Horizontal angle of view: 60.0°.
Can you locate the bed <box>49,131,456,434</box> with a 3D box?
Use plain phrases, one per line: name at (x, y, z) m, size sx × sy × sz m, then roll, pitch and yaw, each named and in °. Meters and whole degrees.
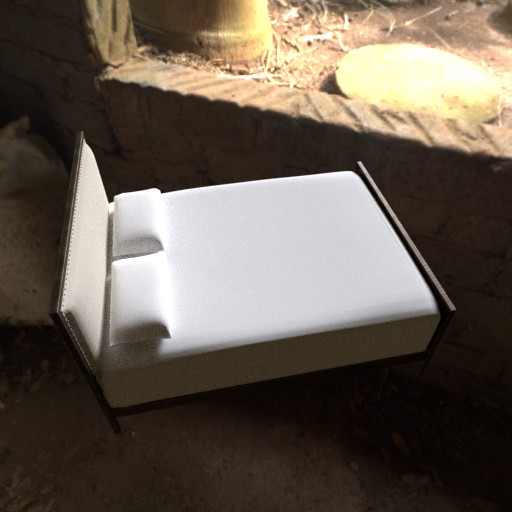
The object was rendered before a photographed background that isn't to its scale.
bed at (0.000, 0.000, 3.159) m, size 2.221 × 1.313 × 1.607 m, roll -8°, pitch 46°, yaw -8°
